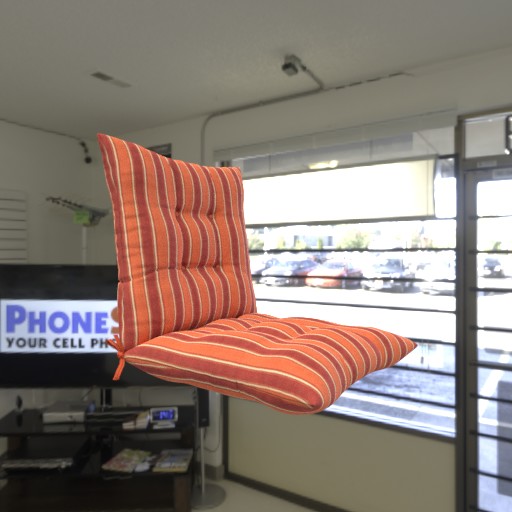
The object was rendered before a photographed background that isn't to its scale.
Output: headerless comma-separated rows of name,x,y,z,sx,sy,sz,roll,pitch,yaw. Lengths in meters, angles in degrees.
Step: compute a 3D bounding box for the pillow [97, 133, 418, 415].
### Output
pillow,0.000,0.000,1.016,0.585,0.536,0.541,0,1,36
